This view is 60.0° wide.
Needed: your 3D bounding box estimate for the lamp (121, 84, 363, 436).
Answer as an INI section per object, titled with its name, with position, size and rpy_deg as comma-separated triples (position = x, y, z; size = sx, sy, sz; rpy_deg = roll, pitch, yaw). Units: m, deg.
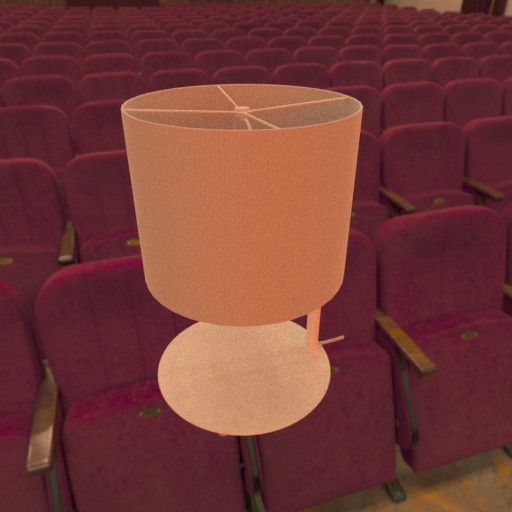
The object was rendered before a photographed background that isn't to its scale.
[lamp]
position = 0.000, 0.000, 0.678
size = 0.341, 0.454, 0.299
rpy_deg = -8, 30, -14
